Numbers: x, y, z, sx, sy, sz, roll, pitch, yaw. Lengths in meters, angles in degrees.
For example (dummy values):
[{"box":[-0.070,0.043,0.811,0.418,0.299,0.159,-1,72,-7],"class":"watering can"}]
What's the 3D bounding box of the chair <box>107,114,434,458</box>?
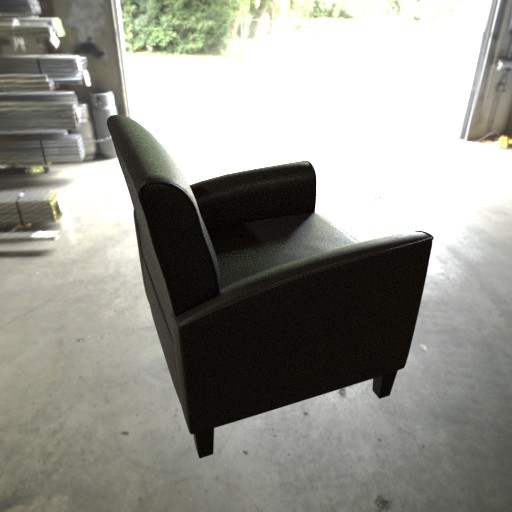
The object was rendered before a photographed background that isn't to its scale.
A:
[{"box":[0.000,0.000,1.563,0.819,0.916,0.820,-11,31,-19],"class":"chair"}]
